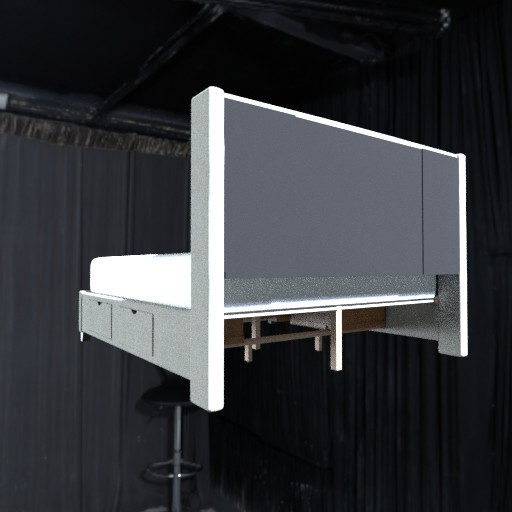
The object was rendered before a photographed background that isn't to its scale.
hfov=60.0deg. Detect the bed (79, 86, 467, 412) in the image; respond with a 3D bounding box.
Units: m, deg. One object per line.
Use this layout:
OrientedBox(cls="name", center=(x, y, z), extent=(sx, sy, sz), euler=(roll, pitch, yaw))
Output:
OrientedBox(cls="bed", center=(0.000, 0.000, 3.516), extent=(2.140, 1.470, 2.280), euler=(1, -2, -36))
